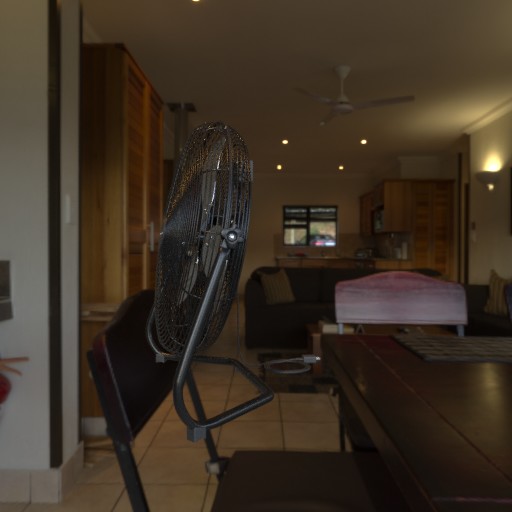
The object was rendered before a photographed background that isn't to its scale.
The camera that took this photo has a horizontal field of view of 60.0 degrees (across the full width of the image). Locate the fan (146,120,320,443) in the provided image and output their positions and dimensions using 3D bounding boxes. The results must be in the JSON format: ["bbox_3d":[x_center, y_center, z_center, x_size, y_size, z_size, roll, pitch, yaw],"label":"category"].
[{"bbox_3d":[0.000,0.000,0.953,0.424,0.546,0.555,0,0,-18],"label":"fan"}]
